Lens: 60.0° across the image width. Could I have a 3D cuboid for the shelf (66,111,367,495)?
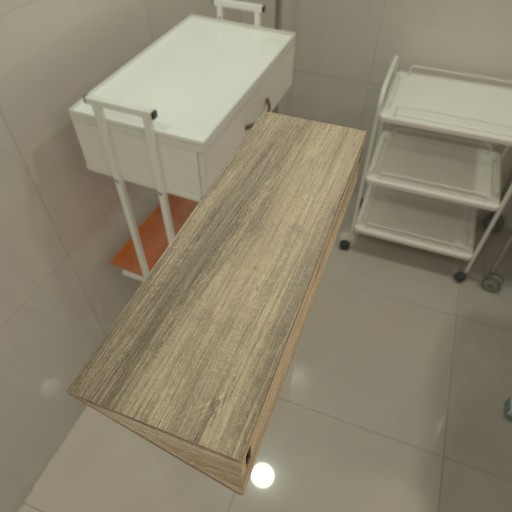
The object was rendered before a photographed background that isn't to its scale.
[{"bbox_3d":[0.000,0.000,0.683,0.200,0.125,0.610,16,50,14],"label":"shelf"}]
